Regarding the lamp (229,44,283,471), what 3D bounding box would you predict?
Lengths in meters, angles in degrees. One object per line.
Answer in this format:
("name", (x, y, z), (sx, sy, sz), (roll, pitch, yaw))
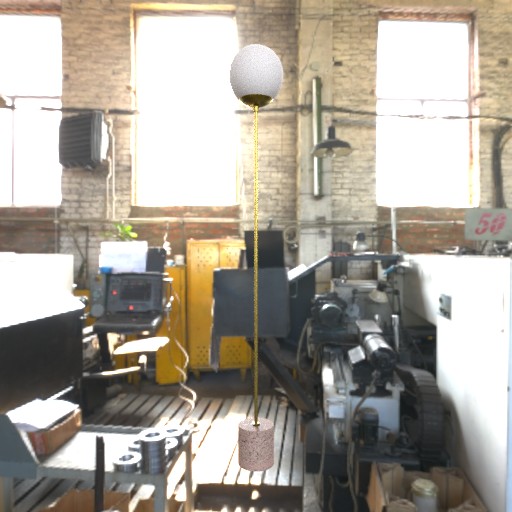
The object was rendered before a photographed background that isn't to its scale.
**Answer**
("lamp", (0.000, 0.000, 1.862), (0.229, 1.748, 0.229), (0, 1, -36))
